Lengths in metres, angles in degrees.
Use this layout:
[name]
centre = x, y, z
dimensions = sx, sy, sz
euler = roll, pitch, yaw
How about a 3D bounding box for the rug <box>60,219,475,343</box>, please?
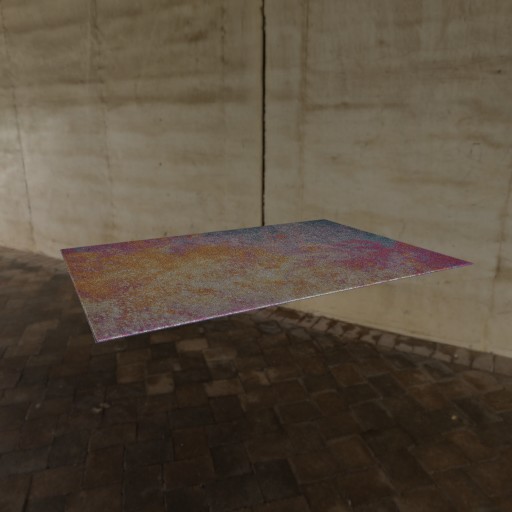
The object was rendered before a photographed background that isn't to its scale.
[rug]
centre = 0.000, 0.000, 3.742
dimensions = 2.896, 0.013, 2.007
euler = -8, 18, -27
